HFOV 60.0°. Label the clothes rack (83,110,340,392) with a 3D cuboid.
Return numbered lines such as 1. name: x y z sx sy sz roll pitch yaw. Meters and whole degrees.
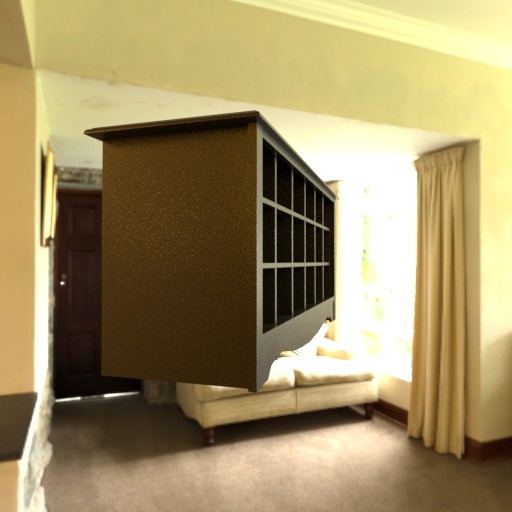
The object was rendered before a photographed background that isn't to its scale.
1. clothes rack: 0.000 0.000 1.490 0.406 0.556 1.219 0 -1 18
